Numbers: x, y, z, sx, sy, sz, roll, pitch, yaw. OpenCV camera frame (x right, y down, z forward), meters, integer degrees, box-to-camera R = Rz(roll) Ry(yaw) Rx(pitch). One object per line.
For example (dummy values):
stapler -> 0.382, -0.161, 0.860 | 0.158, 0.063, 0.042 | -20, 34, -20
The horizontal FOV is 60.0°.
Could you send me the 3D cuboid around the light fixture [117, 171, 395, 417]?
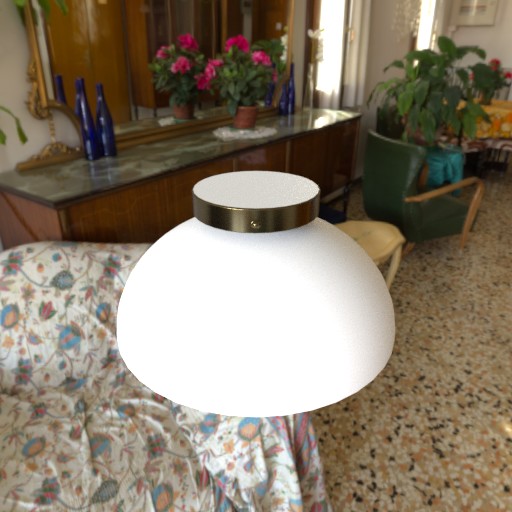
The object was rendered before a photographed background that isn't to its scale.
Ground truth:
light fixture -> 0.000, 0.000, 0.552 | 0.355, 0.177, 0.355 | 0, 26, 0
